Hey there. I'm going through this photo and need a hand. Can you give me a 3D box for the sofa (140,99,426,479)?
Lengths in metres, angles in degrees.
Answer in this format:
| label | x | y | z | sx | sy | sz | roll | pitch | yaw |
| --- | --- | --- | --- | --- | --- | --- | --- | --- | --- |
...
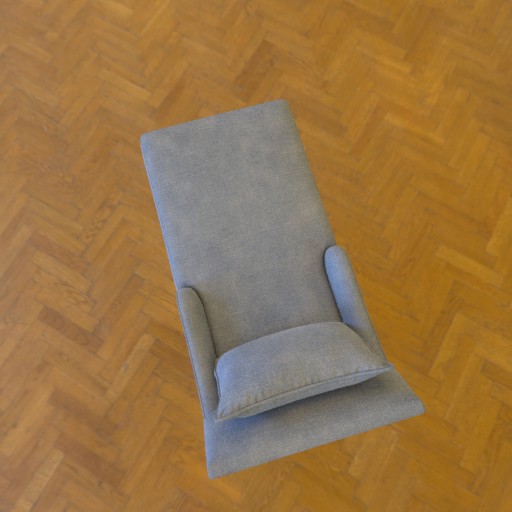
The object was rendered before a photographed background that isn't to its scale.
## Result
| label | x | y | z | sx | sy | sz | roll | pitch | yaw |
| --- | --- | --- | --- | --- | --- | --- | --- | --- | --- |
| sofa | 0.000 | 0.000 | 2.276 | 0.904 | 0.883 | 1.779 | -15 | 75 | -4 |
